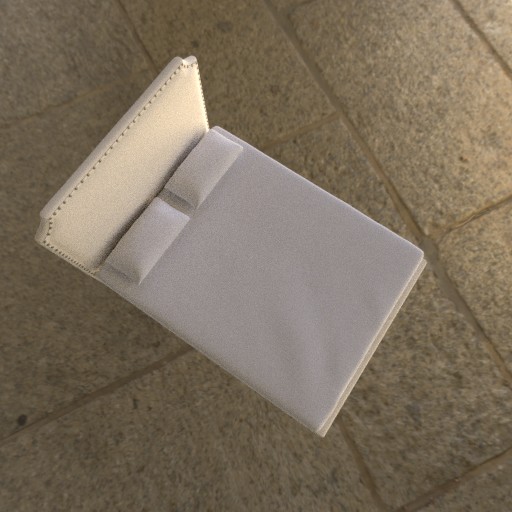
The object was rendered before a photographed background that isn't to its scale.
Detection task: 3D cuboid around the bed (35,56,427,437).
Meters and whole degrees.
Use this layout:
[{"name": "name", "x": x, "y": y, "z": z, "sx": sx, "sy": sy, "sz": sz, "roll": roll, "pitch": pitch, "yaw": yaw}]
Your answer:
[{"name": "bed", "x": 0.000, "y": 0.000, "z": 3.448, "sx": 2.372, "sy": 1.497, "sz": 1.712, "roll": 33, "pitch": 77, "yaw": 9}]
